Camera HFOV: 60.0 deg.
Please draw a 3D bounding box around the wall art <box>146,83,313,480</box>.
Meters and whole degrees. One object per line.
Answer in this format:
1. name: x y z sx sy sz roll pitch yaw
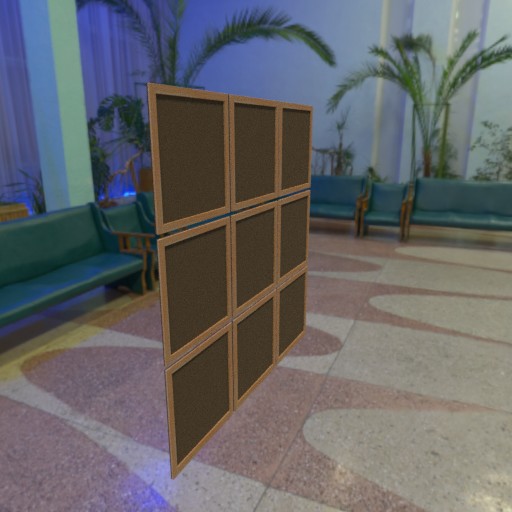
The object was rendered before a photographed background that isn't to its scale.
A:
1. wall art: 0.000 0.000 2.266 0.013 1.525 1.520 8 18 26
